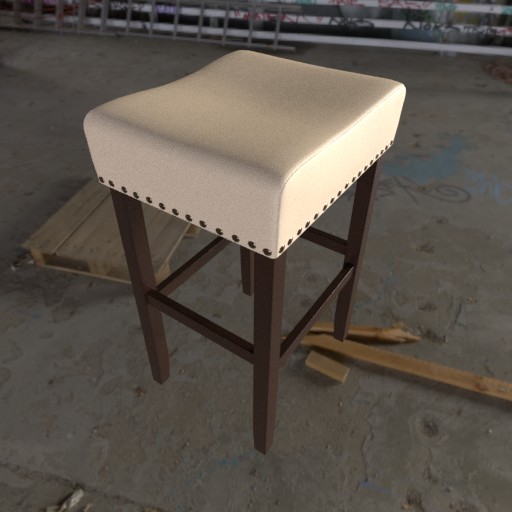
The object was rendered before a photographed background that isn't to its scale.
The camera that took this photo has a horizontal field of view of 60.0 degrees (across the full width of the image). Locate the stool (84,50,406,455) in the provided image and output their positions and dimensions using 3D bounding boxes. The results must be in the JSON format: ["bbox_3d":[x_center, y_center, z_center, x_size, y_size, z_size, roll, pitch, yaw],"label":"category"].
[{"bbox_3d":[0.000,0.000,1.036,0.401,0.762,0.471,24,46,26],"label":"stool"}]
